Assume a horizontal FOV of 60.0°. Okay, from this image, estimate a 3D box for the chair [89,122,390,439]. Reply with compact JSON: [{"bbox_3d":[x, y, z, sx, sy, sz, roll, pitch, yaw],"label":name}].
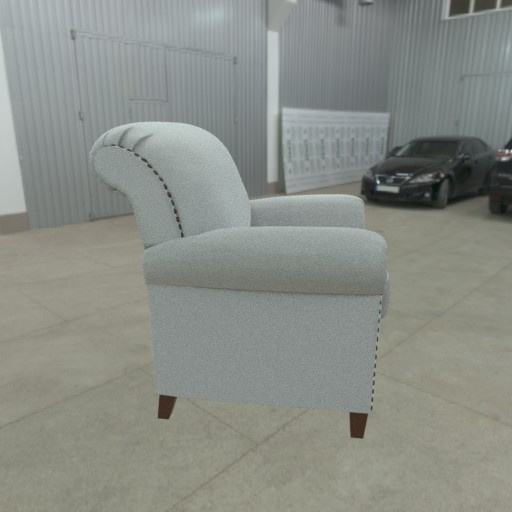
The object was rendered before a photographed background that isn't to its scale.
[{"bbox_3d":[0.000,0.000,1.600,0.890,0.927,0.854,2,16,8],"label":"chair"}]
